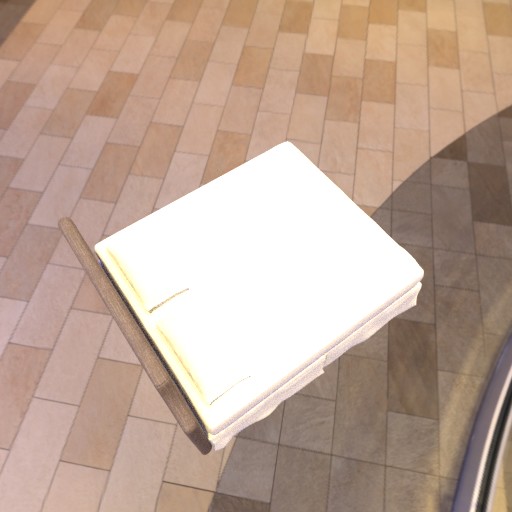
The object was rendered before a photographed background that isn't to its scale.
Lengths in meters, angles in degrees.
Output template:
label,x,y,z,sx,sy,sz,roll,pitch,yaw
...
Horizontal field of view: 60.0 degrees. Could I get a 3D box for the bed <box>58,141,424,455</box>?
label,x,y,z,sx,sy,sz,roll,pitch,yaw
bed,0.000,0.000,4.299,2.773,1.590,2.350,-32,64,-17
